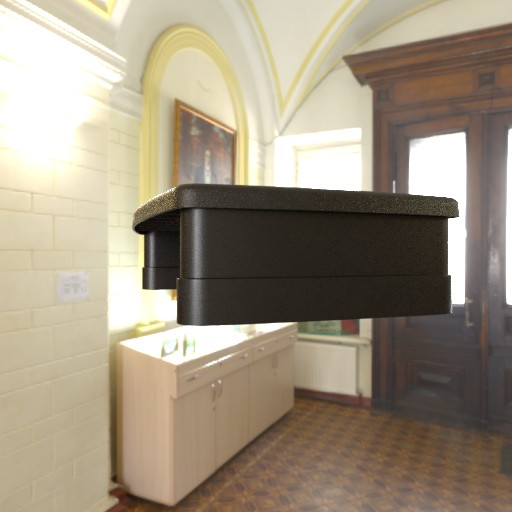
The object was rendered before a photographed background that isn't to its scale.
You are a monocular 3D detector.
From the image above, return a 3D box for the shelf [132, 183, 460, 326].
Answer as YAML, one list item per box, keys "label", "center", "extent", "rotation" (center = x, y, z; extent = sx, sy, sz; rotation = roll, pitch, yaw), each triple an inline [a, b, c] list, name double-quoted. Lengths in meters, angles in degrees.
- label: "shelf"
  center: [0.000, 0.000, 0.523]
  extent: [0.280, 0.100, 0.410]
  rotation: [0, 0, -18]
